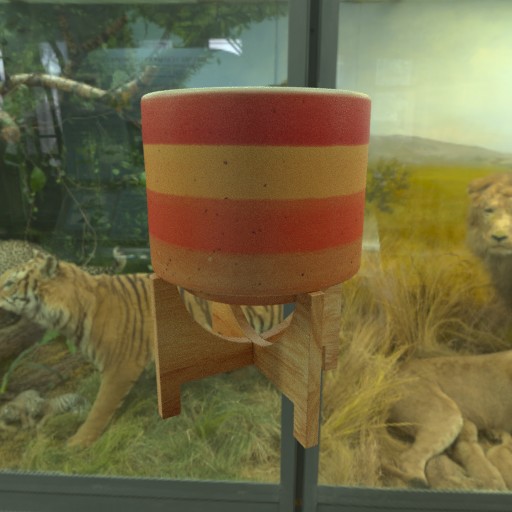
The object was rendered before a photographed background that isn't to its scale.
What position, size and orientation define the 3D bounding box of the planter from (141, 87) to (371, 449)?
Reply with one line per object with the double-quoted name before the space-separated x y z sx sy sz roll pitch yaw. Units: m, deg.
"planter" 0.000 0.000 0.560 0.269 0.379 0.269 0 16 0
